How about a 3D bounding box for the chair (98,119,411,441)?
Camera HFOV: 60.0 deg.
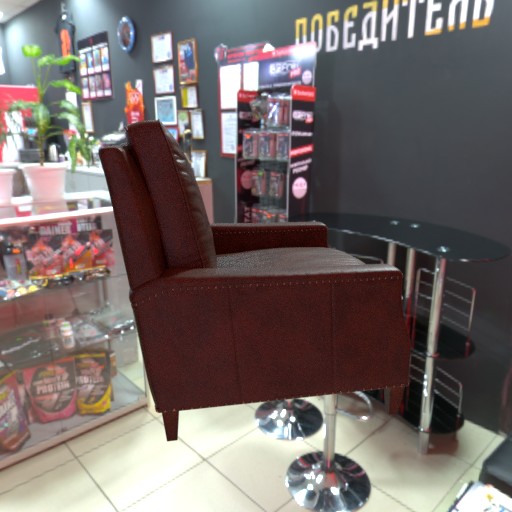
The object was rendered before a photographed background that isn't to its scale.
[{"bbox_3d":[0.000,0.000,1.812,1.035,1.054,0.854,-3,16,-10],"label":"chair"}]
